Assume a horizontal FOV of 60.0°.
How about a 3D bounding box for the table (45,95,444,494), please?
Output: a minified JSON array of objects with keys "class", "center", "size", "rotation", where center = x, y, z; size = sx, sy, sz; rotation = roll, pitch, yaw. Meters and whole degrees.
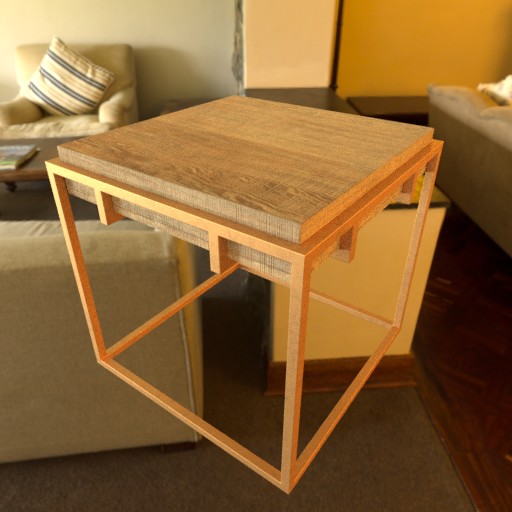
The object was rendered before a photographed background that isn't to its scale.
[{"class":"table","center":[0.000,0.000,1.072],"size":[0.599,0.584,0.599],"rotation":[21,38,30]}]
